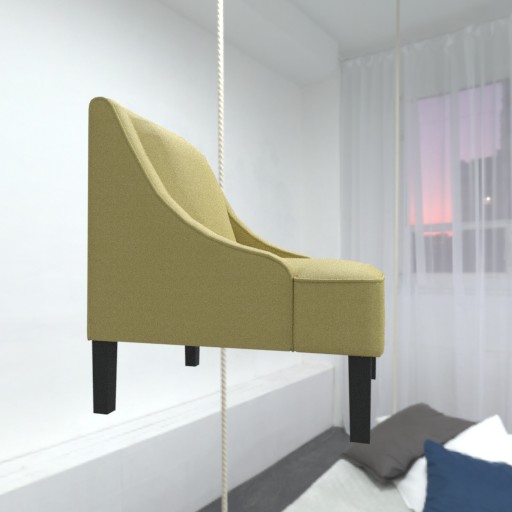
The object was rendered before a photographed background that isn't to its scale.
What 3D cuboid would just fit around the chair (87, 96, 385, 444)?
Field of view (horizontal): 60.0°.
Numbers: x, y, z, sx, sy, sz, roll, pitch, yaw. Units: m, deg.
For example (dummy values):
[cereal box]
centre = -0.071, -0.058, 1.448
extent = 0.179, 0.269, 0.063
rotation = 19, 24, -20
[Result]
[chair]
centre = 0.000, 0.000, 1.459
extent = 0.814, 0.896, 0.696
rotation = 0, -1, 16
